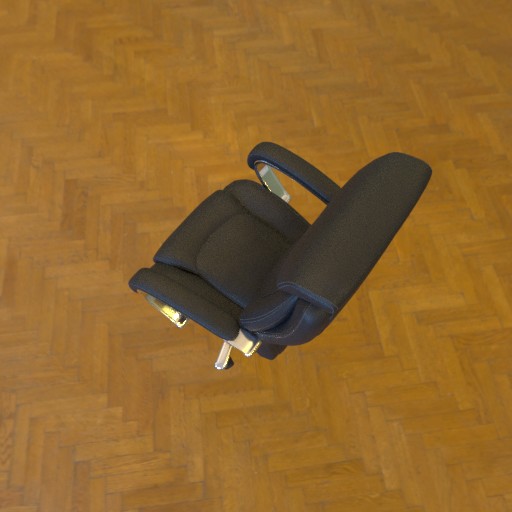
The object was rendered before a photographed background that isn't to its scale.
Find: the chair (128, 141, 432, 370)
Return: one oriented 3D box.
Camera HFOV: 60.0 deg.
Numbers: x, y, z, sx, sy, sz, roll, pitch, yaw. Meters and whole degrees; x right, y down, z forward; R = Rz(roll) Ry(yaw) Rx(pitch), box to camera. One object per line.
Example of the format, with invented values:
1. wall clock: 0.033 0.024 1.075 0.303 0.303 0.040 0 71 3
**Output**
1. chair: 0.000 0.000 1.645 0.790 1.183 0.755 34 69 15
